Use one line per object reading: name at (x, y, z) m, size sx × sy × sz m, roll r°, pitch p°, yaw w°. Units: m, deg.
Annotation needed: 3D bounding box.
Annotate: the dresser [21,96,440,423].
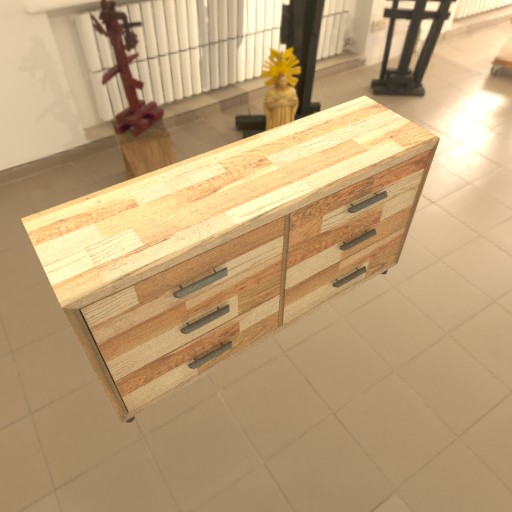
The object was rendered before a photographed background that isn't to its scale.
dresser at (0.000, 0.000, 1.925) m, size 1.547 × 0.834 × 0.487 m, roll -26°, pitch 52°, yaw -23°
